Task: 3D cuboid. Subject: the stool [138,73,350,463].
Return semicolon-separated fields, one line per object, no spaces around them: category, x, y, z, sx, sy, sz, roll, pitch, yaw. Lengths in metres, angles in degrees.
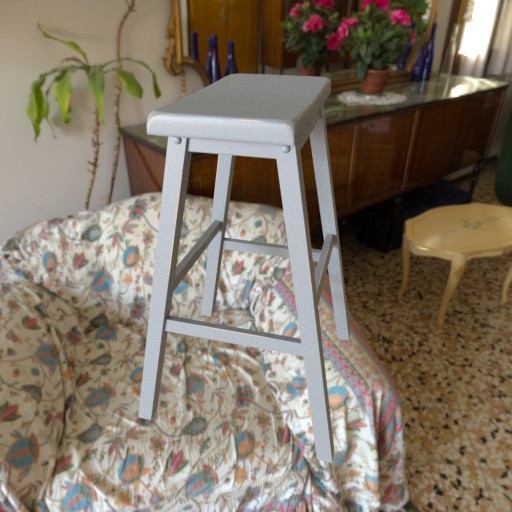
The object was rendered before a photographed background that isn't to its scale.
stool;0.000;0.000;1.043;0.476;0.737;0.457;8;31;13
